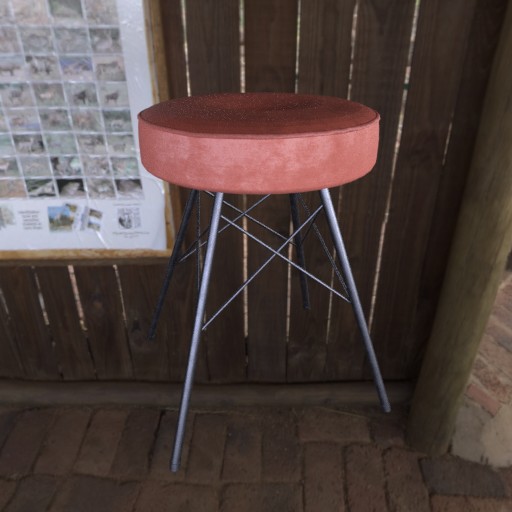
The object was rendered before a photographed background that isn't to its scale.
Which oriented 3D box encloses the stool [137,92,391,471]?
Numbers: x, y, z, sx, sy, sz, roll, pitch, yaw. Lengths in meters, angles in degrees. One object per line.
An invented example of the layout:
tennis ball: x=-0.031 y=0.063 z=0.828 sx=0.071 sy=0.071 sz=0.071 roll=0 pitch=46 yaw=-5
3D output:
stool: x=0.000 y=0.000 z=0.892 sx=0.457 sy=0.593 sz=0.421 roll=-8 pitch=28 yaw=-16
